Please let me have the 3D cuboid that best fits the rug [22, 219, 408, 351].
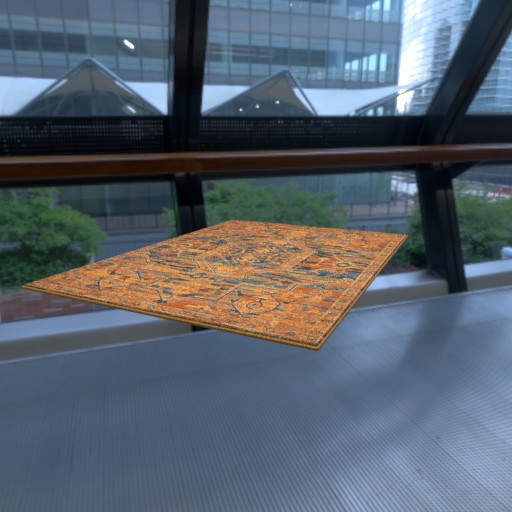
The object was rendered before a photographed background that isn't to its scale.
[{"bbox_3d":[0.000,0.000,2.880,1.588,0.024,2.204,7,16,25],"label":"rug"}]
